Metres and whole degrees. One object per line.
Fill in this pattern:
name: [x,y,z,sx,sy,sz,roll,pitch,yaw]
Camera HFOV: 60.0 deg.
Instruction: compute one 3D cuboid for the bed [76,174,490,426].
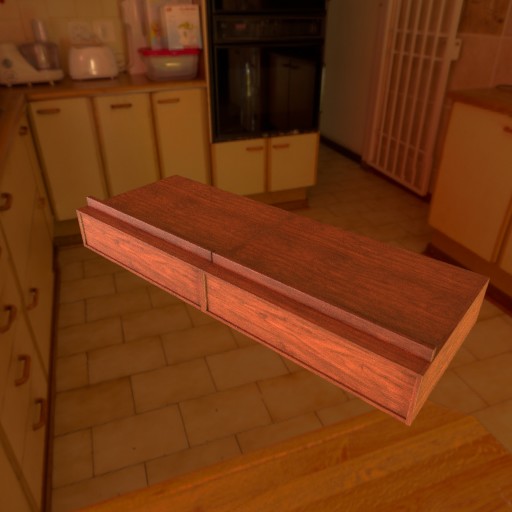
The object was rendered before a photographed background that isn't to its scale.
bed: [0.000,0.000,2.322,2.057,0.326,0.787,23,37,33]
